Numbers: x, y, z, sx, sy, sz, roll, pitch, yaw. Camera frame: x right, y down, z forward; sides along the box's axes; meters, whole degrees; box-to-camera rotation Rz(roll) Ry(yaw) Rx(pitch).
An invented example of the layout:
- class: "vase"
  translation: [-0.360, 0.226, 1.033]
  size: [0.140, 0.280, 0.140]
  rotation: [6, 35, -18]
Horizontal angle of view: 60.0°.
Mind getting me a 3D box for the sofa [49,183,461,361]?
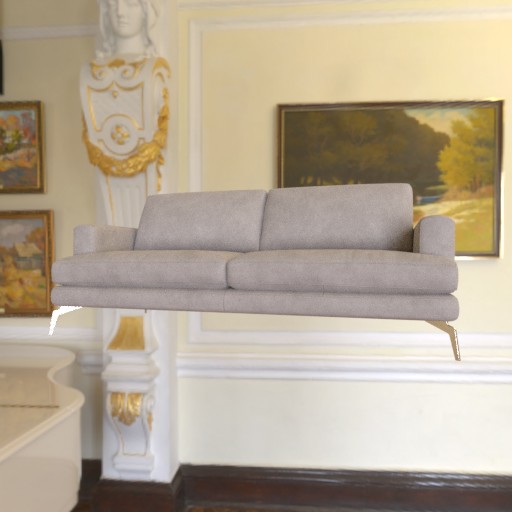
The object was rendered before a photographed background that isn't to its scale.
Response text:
- class: "sofa"
  translation: [0.000, 0.000, 2.504]
  size: [2.013, 0.830, 0.980]
  rotation: [0, 0, 17]
